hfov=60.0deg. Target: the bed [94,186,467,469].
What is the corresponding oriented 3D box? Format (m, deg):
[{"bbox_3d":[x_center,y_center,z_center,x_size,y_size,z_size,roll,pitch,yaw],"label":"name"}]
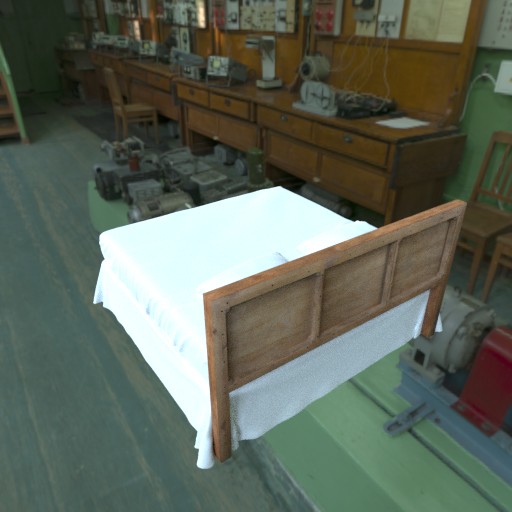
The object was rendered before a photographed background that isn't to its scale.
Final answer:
[{"bbox_3d":[0.000,0.000,3.549,2.255,1.158,2.165,-19,35,-30],"label":"bed"}]
